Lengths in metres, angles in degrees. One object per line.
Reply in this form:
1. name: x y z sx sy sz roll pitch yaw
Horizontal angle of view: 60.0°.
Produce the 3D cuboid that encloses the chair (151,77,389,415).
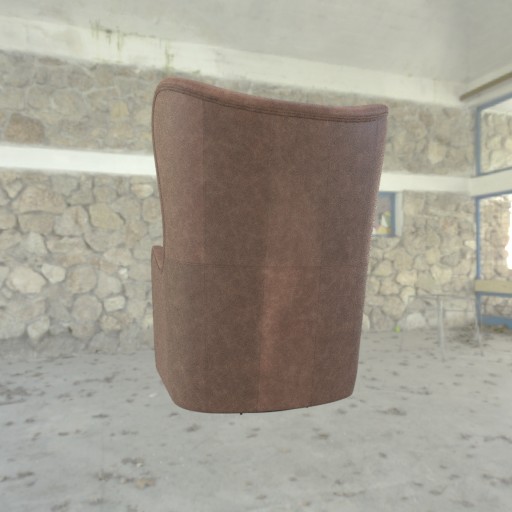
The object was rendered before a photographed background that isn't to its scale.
1. chair: 0.000 0.000 1.743 0.831 1.079 0.930 0 -1 -18
